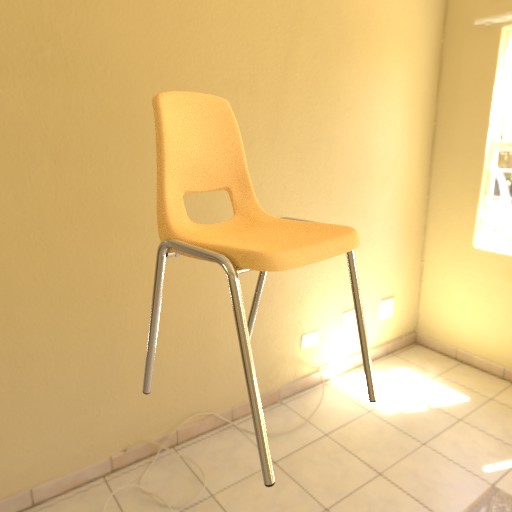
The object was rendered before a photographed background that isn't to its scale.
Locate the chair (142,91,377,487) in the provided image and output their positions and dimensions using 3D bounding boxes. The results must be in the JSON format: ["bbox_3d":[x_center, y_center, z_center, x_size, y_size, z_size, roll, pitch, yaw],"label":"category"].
[{"bbox_3d":[0.000,0.000,0.968,0.436,0.704,0.381,14,20,42],"label":"chair"}]
